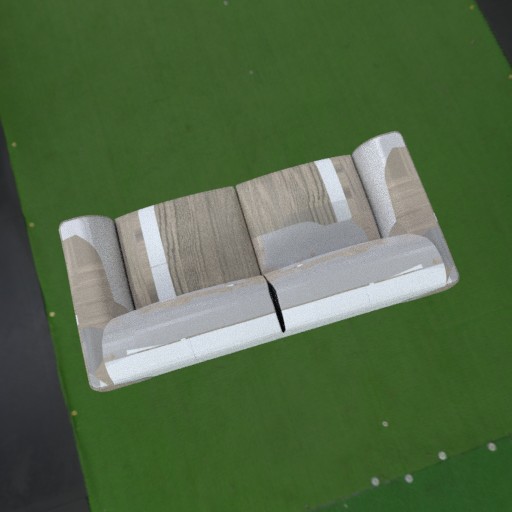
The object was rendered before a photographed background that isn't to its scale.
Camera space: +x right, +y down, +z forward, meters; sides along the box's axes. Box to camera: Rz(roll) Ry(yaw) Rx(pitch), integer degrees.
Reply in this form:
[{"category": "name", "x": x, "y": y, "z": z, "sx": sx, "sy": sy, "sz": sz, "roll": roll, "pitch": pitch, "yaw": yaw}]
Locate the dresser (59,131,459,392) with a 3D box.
[{"category": "dresser", "x": 0.000, "y": 0.000, "z": 5.833, "sx": 4.679, "sy": 1.863, "sz": 2.251, "roll": -16, "pitch": 77, "yaw": -4}]
